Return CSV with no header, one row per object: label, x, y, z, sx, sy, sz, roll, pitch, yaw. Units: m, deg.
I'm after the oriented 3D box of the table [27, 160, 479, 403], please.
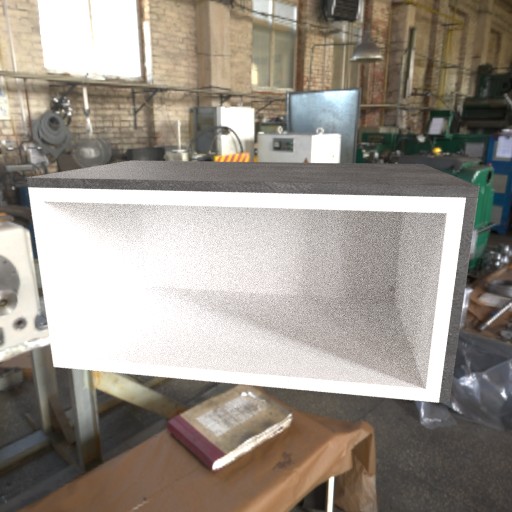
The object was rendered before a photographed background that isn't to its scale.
table,0.000,0.000,0.912,0.700,0.350,0.400,3,16,9
